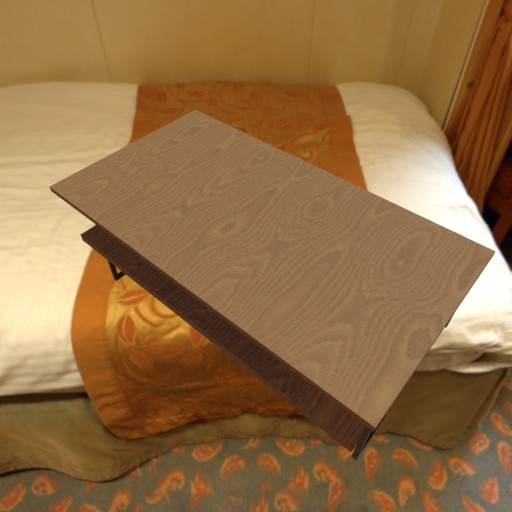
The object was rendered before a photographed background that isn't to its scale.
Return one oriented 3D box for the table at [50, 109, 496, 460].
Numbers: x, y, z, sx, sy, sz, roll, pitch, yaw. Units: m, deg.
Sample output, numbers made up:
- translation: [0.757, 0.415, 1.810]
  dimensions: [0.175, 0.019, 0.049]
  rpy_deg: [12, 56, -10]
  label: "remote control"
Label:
- translation: [0.000, 0.000, 1.455]
  dimensions: [1.197, 0.347, 0.651]
  rpy_deg: [32, 55, 27]
  label: "table"
